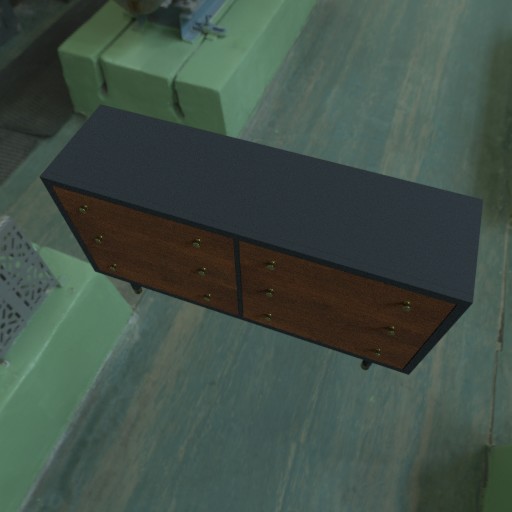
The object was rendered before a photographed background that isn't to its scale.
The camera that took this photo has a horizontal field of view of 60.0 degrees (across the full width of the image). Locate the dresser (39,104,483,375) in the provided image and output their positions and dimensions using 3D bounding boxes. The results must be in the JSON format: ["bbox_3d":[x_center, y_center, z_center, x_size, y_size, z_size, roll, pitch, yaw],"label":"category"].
[{"bbox_3d":[0.000,0.000,1.971,1.558,0.872,0.463,17,58,11],"label":"dresser"}]
